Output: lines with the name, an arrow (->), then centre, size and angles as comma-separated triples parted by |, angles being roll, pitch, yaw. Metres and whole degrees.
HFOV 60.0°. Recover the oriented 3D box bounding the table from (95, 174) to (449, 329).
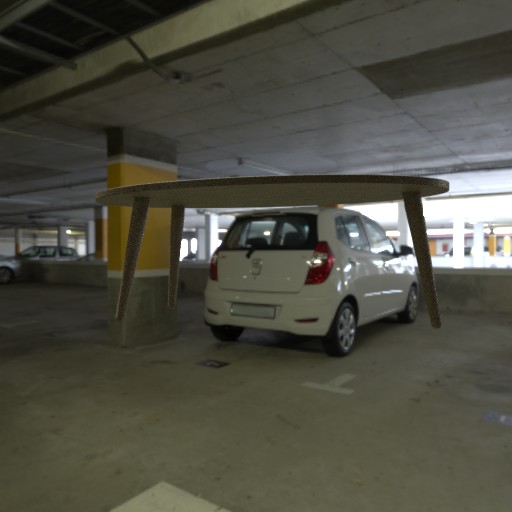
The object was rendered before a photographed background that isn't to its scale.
table -> 0.000, 0.000, 1.351 | 1.083, 0.390, 0.542 | 0, 1, 18
